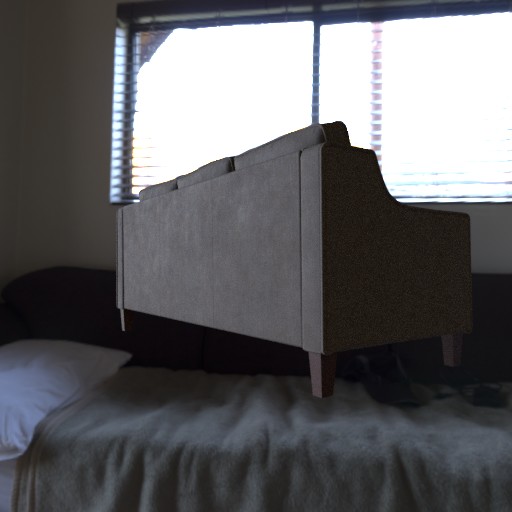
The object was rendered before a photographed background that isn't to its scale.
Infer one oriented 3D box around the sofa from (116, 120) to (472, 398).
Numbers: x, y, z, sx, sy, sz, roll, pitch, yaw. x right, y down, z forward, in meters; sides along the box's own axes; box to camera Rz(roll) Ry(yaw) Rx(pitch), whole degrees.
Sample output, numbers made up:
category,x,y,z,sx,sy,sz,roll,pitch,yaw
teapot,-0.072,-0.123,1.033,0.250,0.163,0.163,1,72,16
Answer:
category,x,y,z,sx,sy,sz,roll,pitch,yaw
sofa,0.000,0.000,2.466,0.911,0.974,1.986,1,-2,-36
